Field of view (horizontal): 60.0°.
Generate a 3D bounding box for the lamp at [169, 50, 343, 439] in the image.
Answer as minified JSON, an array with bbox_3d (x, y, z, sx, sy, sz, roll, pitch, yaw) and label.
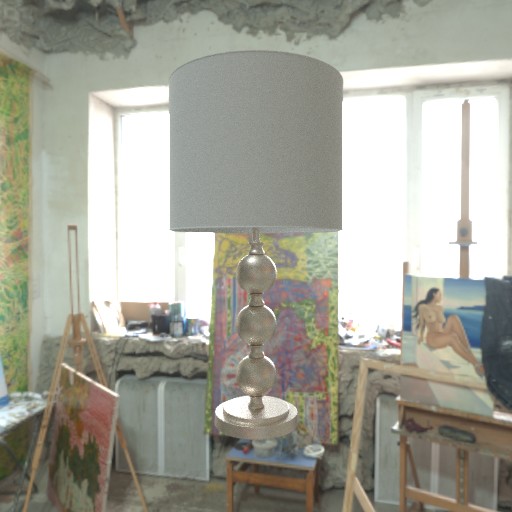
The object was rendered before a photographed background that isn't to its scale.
[{"bbox_3d":[0.000,0.000,0.715,0.277,0.538,0.277,0,1,-17],"label":"lamp"}]
